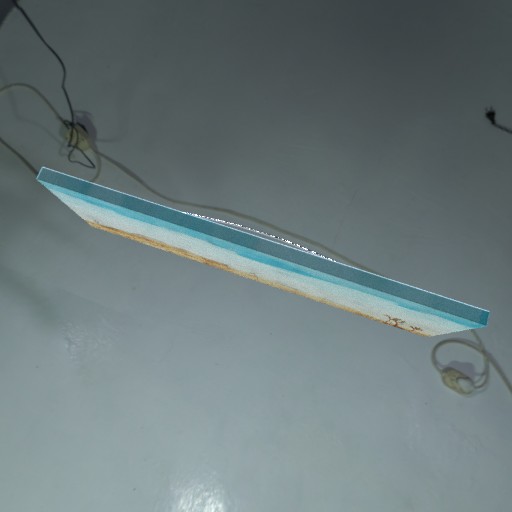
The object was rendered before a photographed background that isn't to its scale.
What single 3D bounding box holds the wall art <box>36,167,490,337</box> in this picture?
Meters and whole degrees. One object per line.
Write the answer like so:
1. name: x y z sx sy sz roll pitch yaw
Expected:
1. wall art: 0.000 0.000 0.832 0.759 0.254 0.044 18 77 4
